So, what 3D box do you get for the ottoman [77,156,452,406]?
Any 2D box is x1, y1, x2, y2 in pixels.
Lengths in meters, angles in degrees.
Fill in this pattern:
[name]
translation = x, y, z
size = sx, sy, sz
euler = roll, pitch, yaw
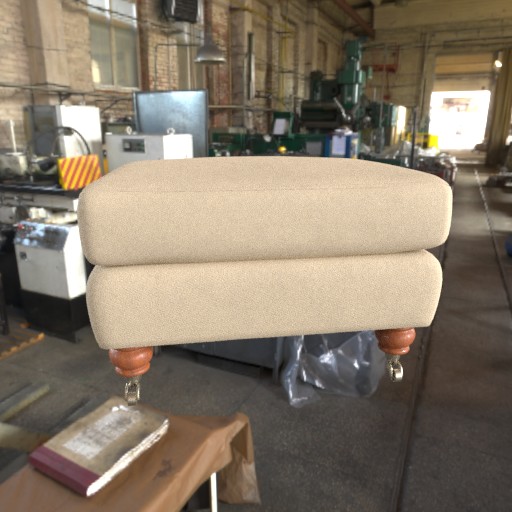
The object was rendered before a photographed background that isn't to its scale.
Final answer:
[ottoman]
translation = 0.000, 0.000, 1.168
size = 0.773, 0.504, 0.569
euler = -3, 16, -9
